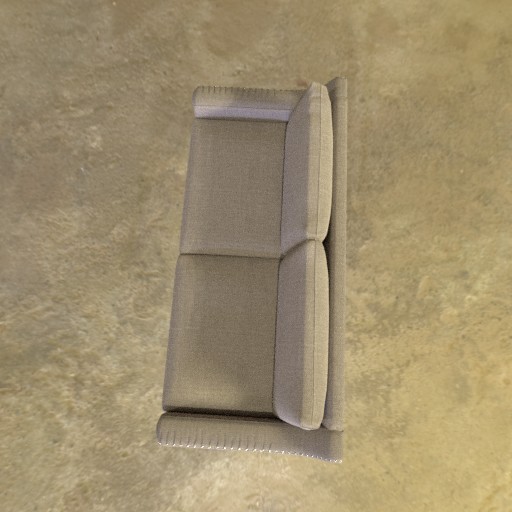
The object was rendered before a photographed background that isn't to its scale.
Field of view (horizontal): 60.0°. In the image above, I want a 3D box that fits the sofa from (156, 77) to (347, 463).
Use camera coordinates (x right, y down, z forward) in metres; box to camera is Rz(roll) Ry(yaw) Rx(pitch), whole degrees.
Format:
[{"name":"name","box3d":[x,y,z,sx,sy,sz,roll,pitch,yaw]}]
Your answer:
[{"name":"sofa","box3d":[0.000,0.000,2.737,1.000,0.857,2.208,3,76,1]}]
